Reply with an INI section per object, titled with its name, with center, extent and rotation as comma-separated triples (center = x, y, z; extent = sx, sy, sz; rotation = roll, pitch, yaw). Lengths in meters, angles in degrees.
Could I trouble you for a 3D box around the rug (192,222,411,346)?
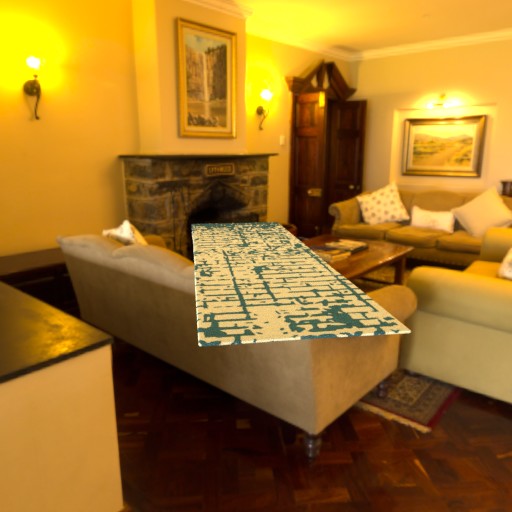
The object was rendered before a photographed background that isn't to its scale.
[rug]
center = 0.000, 0.000, 2.688
extent = 0.750, 0.011, 2.435
rotation = -2, 14, -8
